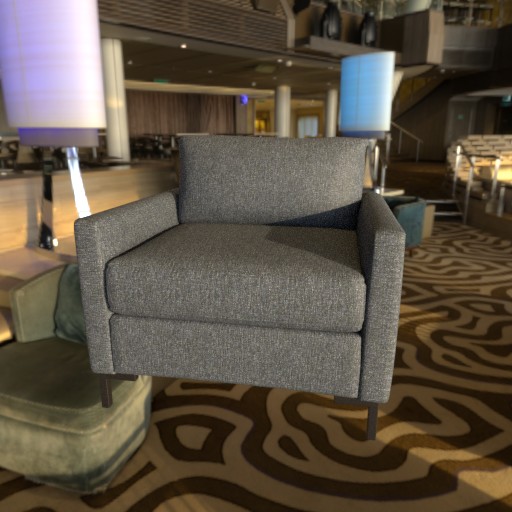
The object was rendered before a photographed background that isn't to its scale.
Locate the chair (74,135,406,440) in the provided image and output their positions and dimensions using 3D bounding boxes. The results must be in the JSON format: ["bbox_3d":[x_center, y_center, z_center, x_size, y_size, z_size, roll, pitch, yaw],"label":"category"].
[{"bbox_3d":[0.000,0.000,1.641,0.963,0.861,0.866,3,16,10],"label":"chair"}]
